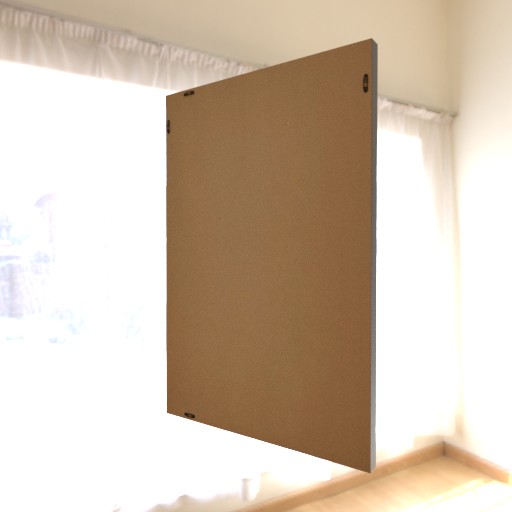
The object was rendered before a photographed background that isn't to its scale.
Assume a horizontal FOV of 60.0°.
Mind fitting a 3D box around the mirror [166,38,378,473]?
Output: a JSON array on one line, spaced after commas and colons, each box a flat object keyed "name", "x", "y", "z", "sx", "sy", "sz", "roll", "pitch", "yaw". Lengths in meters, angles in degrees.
[{"name": "mirror", "x": 0.000, "y": 0.000, "z": 1.116, "sx": 0.609, "sy": 0.915, "sz": 0.040, "roll": 1, "pitch": 1, "yaw": 35}]
